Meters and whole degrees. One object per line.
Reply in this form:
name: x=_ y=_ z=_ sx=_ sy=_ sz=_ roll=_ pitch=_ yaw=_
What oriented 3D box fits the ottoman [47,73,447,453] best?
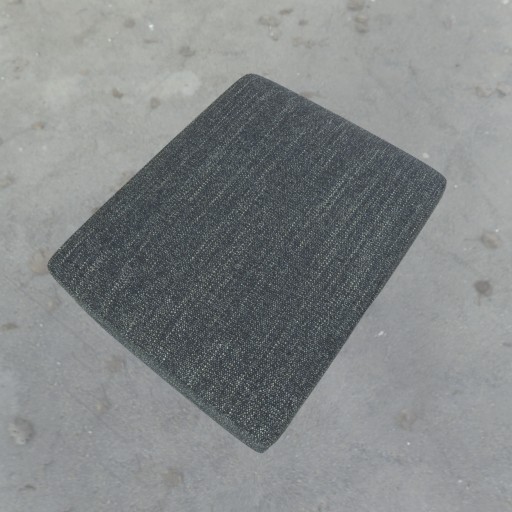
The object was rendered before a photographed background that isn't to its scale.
ottoman: x=0.000 y=0.000 z=1.245 sx=0.667 sy=0.491 sz=0.814 roll=34 pitch=69 yaw=15
